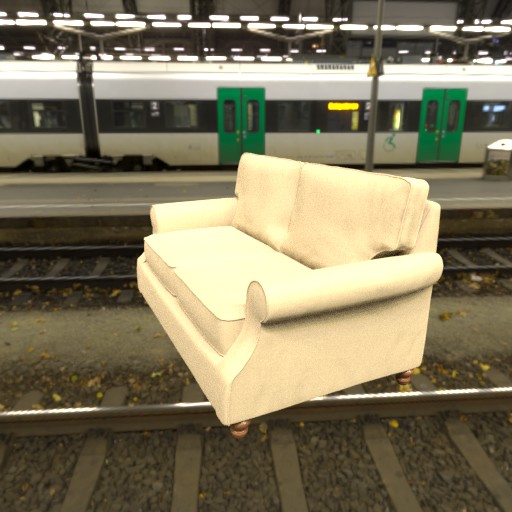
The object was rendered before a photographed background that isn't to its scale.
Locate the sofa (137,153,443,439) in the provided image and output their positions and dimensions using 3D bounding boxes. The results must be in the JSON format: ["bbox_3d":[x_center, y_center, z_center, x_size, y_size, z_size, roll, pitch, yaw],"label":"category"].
[{"bbox_3d":[0.000,0.000,2.283,0.964,0.937,1.665,-8,19,-25],"label":"sofa"}]
